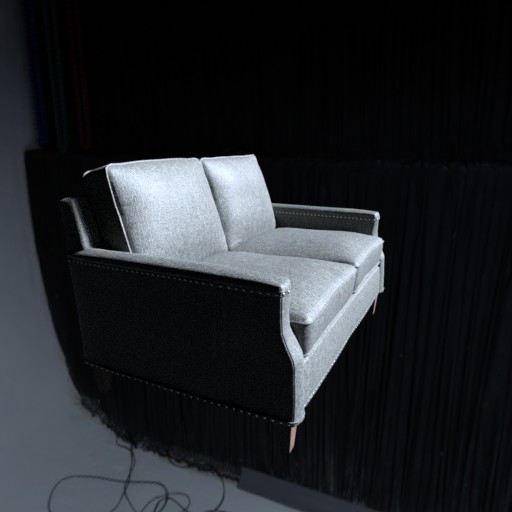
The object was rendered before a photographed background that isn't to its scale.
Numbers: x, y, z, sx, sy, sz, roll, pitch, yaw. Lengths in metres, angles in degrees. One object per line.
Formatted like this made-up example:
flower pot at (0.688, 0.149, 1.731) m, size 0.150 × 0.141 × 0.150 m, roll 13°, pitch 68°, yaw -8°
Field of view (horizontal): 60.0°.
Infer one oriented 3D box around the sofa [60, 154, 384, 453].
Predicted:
sofa at (0.000, 0.000, 2.315) m, size 1.084 × 1.003 × 1.597 m, roll 7°, pitch 17°, yaw 25°
